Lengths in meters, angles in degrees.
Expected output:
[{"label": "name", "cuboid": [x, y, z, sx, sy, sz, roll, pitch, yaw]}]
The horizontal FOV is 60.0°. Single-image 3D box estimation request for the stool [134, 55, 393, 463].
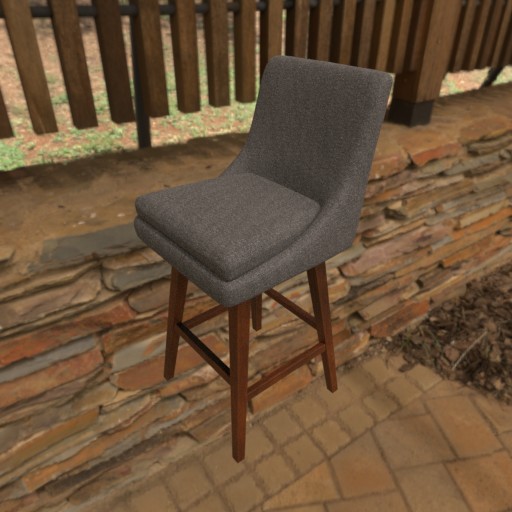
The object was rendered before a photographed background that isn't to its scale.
[{"label": "stool", "cuboid": [0.000, 0.000, 1.374, 0.572, 1.068, 0.489, -23, 39, -33]}]
